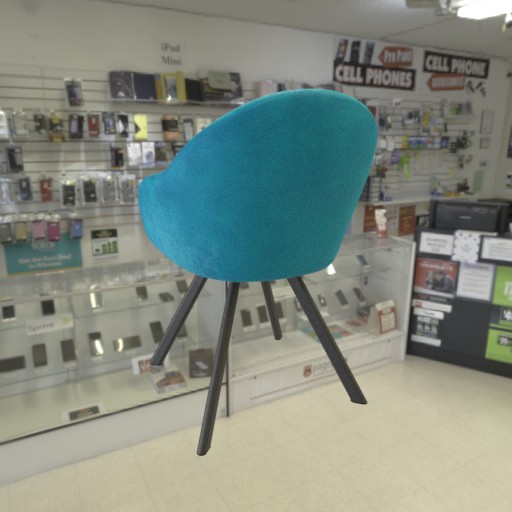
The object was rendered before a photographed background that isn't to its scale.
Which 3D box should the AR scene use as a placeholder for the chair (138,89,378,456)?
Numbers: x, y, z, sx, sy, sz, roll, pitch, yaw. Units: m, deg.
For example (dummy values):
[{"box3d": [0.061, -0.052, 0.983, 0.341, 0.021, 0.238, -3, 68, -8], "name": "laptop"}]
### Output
[{"box3d": [0.000, 0.000, 1.193, 0.550, 0.795, 0.590, -7, 16, -25], "name": "chair"}]
